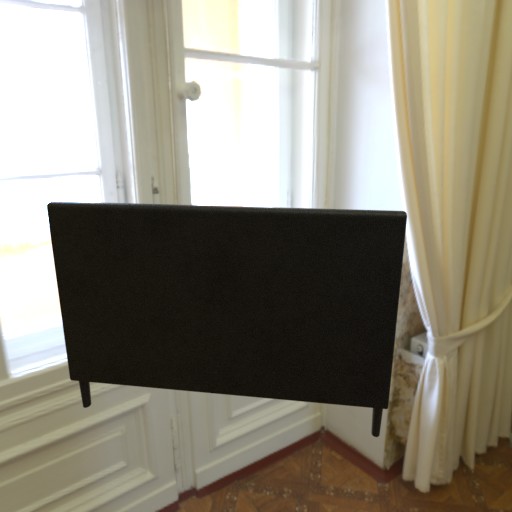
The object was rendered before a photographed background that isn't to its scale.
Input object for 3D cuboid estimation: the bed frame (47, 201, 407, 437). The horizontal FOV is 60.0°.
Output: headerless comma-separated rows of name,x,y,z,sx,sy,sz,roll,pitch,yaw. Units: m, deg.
bed frame,0.000,0.000,3.209,1.634,1.127,2.318,3,17,8
